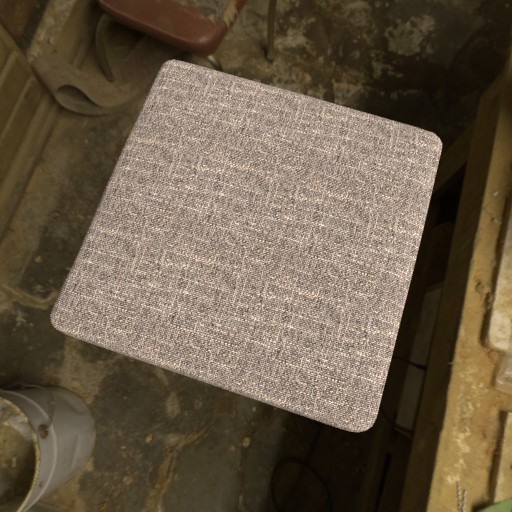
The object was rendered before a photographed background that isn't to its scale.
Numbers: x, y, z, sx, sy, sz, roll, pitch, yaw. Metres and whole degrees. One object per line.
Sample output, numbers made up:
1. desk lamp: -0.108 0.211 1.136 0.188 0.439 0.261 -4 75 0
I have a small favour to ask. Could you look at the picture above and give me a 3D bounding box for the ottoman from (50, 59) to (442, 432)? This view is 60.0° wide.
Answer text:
1. ottoman: 0.000 0.000 0.892 0.521 0.453 0.512 17 76 5
